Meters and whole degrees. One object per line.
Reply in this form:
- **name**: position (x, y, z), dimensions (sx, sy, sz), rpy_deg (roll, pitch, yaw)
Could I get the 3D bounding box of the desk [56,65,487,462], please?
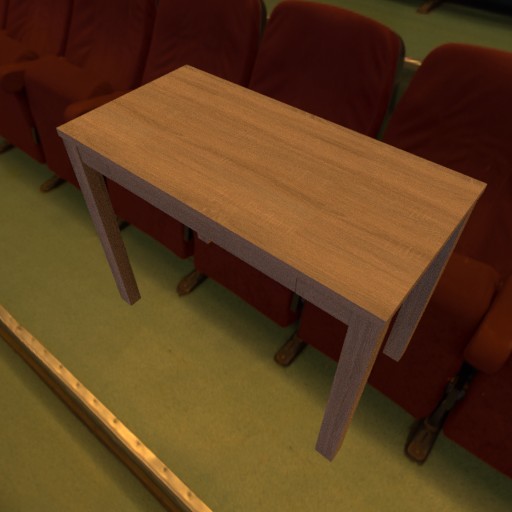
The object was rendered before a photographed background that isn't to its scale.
- **desk**: position (0.000, 0.000, 1.398), dimensions (0.991, 0.762, 0.495), rpy_deg (31, 55, 25)
